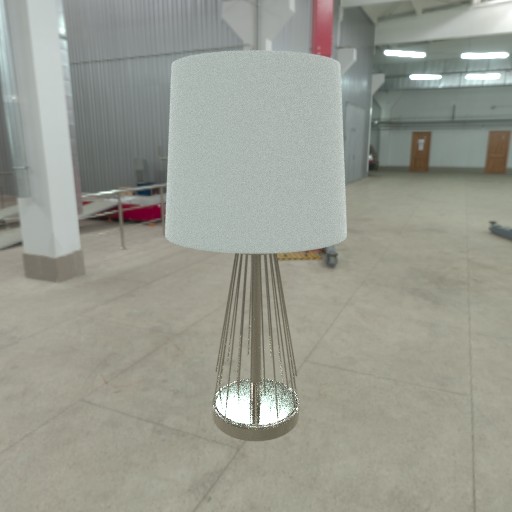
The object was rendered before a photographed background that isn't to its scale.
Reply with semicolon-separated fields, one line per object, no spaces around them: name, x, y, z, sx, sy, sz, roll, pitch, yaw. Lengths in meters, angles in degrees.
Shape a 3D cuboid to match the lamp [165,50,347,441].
lamp;0.000;0.000;0.764;0.303;0.618;0.303;0;14;0
